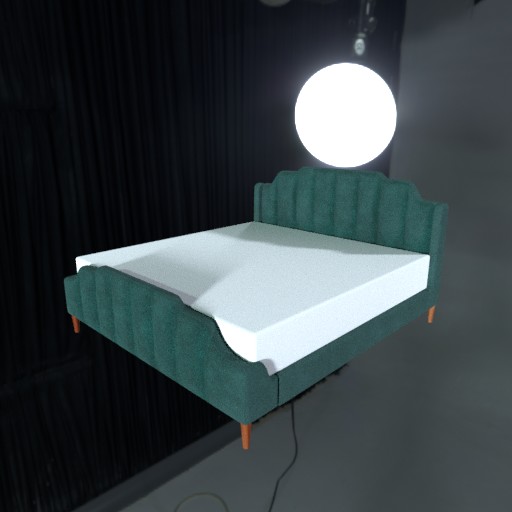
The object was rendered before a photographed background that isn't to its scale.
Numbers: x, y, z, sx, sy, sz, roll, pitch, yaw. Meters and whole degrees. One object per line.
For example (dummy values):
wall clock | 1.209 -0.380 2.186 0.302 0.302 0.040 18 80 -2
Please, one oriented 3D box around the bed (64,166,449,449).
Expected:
bed | 0.000 0.000 3.558 2.074 1.245 2.340 15 22 42
